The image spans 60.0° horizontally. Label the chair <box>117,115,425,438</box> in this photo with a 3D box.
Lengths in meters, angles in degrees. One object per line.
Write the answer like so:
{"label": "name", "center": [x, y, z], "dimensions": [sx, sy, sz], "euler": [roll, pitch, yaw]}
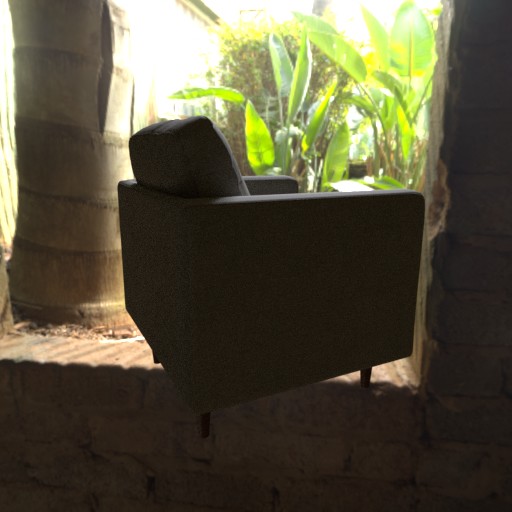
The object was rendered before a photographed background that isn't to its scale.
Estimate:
{"label": "chair", "center": [0.000, 0.000, 1.588], "dimensions": [0.800, 0.927, 0.855], "euler": [-7, 16, -26]}
